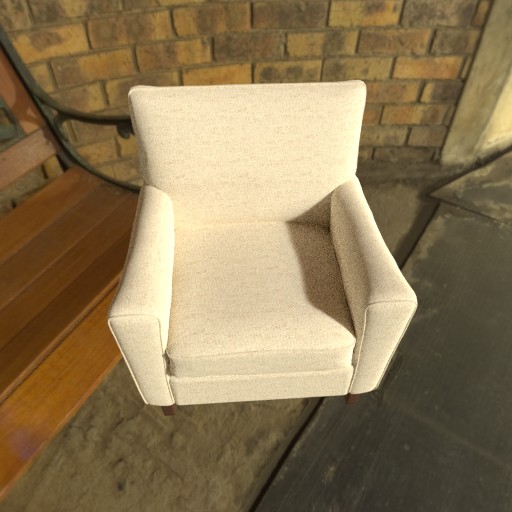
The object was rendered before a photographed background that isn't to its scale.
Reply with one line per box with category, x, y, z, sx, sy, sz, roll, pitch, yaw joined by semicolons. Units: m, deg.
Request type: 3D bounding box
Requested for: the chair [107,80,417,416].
chair;0.000;0.000;1.593;0.870;0.943;0.823;-3;45;-3
